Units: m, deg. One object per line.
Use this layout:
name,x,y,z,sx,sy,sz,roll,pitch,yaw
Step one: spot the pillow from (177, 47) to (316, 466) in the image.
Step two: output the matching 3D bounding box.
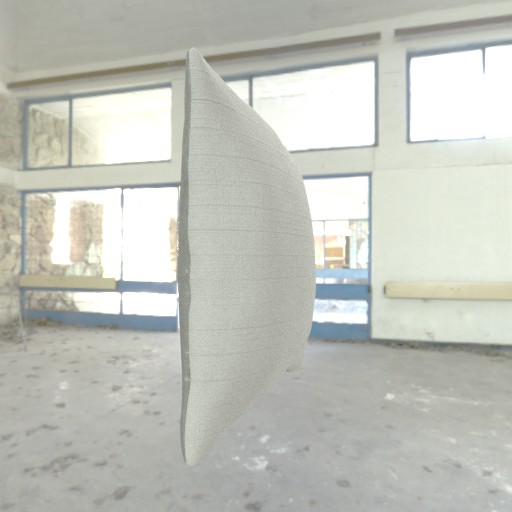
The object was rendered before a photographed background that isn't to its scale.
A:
pillow,0.000,0.000,0.704,0.175,0.464,0.470,0,-1,18
